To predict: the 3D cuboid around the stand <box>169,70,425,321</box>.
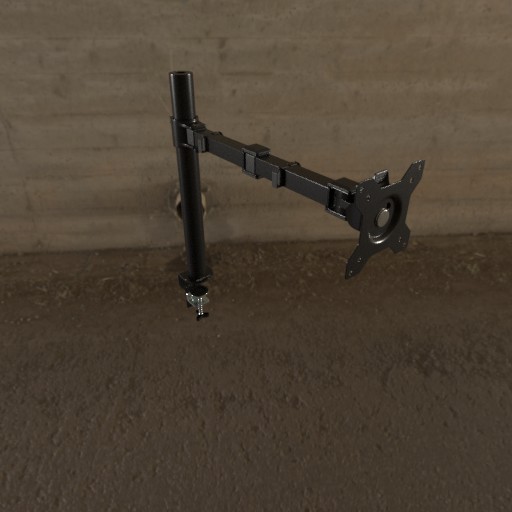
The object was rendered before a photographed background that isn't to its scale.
[{"bbox_3d":[0.000,0.000,0.722,0.115,0.510,0.456,-23,38,-32],"label":"stand"}]
